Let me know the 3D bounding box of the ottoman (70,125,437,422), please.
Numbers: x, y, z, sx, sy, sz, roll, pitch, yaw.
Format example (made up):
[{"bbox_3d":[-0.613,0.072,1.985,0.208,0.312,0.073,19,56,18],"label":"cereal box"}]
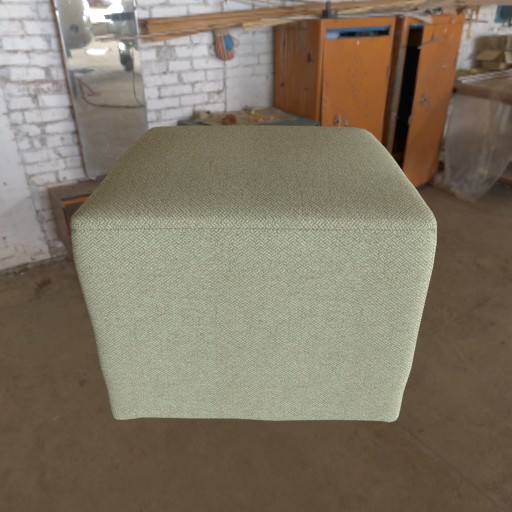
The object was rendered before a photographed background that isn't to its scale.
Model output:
[{"bbox_3d":[0.000,0.000,0.905,0.521,0.453,0.512,0,30,1],"label":"ottoman"}]
